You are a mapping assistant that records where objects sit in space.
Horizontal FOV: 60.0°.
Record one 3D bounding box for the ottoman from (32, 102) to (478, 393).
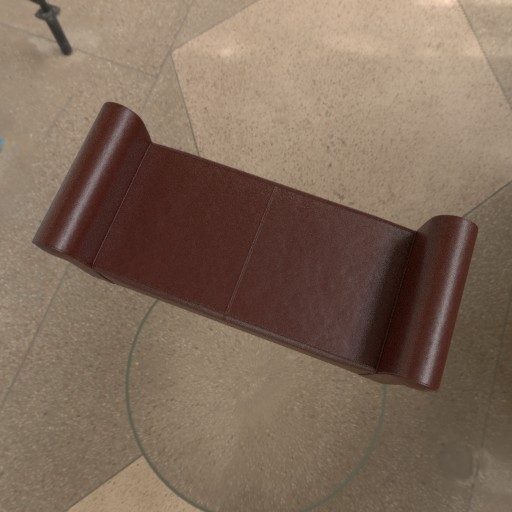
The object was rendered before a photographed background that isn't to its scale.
[{"bbox_3d":[0.000,0.000,1.551,1.256,0.547,0.521,20,76,5],"label":"ottoman"}]
